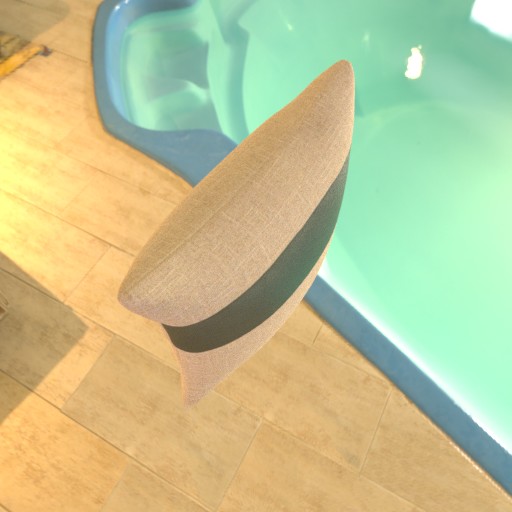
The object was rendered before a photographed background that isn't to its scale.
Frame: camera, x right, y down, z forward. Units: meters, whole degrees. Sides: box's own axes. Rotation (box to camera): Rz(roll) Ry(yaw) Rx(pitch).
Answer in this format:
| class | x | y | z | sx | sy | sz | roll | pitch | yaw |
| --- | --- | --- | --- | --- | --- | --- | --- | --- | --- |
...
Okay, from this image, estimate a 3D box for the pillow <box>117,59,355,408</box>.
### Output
| class | x | y | z | sx | sy | sz | roll | pitch | yaw |
| --- | --- | --- | --- | --- | --- | --- | --- | --- | --- |
| pillow | 0.000 | 0.000 | 0.640 | 0.173 | 0.399 | 0.414 | 30 | 63 | 18 |
